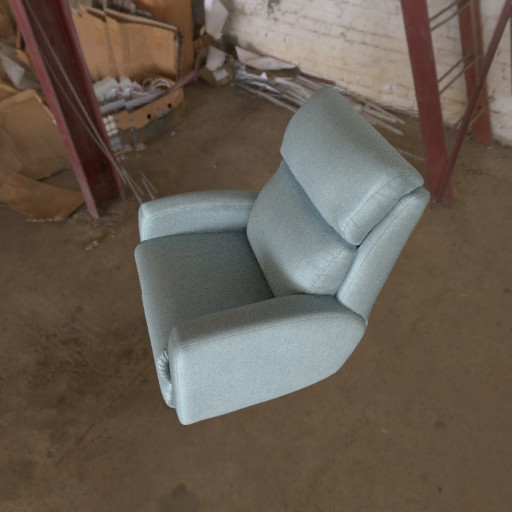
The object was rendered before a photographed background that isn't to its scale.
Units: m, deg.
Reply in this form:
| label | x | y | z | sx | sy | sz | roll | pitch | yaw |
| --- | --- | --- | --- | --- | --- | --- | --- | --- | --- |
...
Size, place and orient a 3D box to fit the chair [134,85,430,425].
| label | x | y | z | sx | sy | sz | roll | pitch | yaw |
| --- | --- | --- | --- | --- | --- | --- | --- | --- | --- |
| chair | 0.000 | 0.000 | 1.715 | 0.940 | 1.016 | 0.794 | -14 | 48 | -13 |
